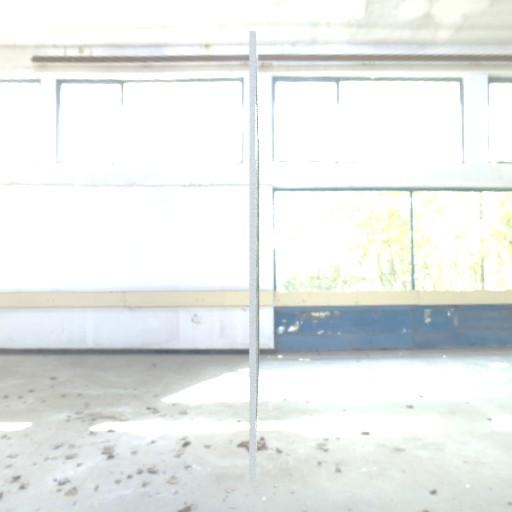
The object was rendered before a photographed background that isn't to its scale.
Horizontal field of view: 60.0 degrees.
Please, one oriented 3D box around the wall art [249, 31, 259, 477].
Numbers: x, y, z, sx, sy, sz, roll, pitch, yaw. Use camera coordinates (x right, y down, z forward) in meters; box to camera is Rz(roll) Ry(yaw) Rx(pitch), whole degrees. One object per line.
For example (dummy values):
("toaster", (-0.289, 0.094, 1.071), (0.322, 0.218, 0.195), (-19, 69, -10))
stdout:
("wall art", (0.000, 0.000, 1.208), (0.012, 0.809, 0.809), (0, -1, 1))
